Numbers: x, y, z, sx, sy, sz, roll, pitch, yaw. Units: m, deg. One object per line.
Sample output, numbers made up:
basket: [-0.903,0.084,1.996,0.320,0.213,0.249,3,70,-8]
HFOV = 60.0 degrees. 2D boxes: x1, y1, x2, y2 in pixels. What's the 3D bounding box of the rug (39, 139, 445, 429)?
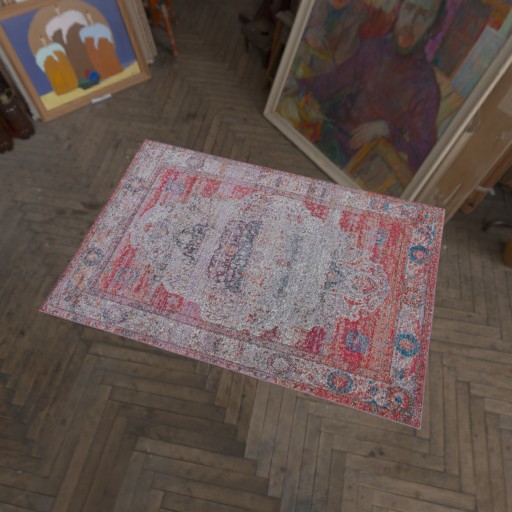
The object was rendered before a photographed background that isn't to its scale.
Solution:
rug: [0.000,0.000,2.307,1.829,0.006,1.219,15,60,9]
